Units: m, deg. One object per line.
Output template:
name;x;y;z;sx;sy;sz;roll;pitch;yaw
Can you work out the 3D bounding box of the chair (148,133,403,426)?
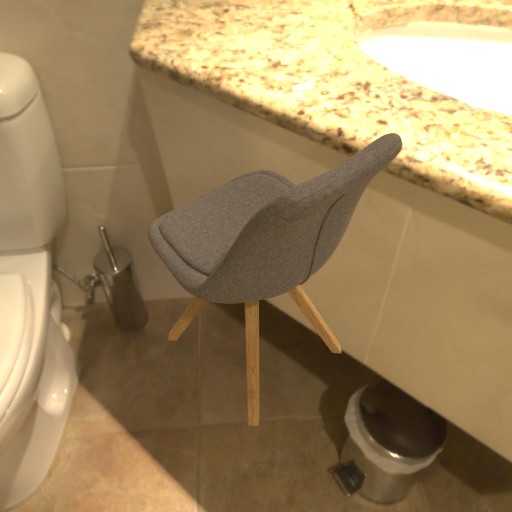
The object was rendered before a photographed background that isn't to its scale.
chair;0.000;0.000;1.215;0.483;0.865;0.550;-32;54;-28
